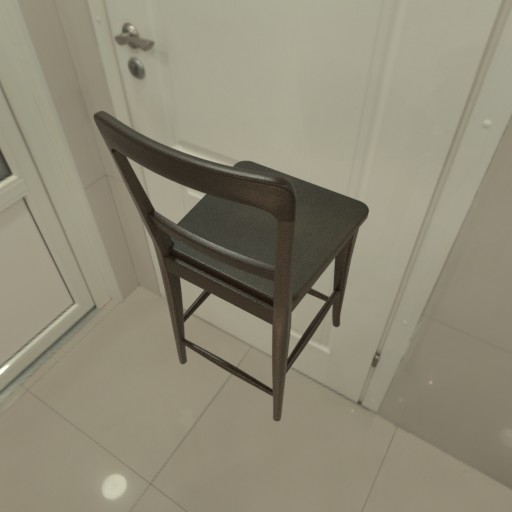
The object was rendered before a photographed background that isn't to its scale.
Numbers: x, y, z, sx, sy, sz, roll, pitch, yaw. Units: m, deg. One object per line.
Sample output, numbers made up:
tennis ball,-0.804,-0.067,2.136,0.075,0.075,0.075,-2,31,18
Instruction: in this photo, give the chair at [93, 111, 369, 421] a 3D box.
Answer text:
chair,0.000,0.000,1.258,0.450,0.991,0.546,25,51,22
